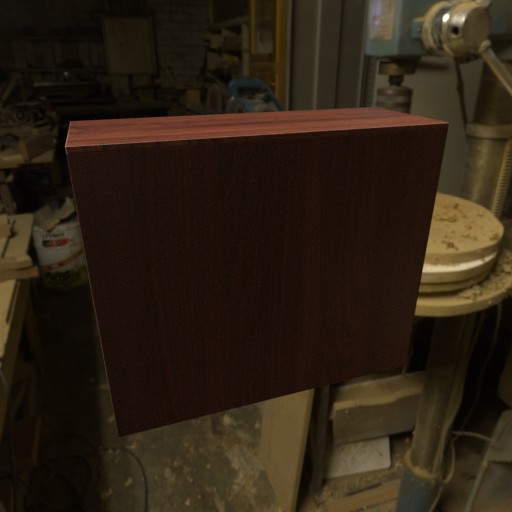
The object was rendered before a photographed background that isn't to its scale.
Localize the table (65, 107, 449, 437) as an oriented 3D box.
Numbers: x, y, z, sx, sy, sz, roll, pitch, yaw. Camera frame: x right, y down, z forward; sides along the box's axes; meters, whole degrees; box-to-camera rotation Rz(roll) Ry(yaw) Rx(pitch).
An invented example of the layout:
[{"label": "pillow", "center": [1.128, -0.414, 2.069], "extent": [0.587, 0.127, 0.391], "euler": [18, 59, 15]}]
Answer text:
[{"label": "table", "center": [0.000, 0.000, 1.342], "extent": [0.930, 0.790, 0.380], "euler": [-8, 27, -17]}]
